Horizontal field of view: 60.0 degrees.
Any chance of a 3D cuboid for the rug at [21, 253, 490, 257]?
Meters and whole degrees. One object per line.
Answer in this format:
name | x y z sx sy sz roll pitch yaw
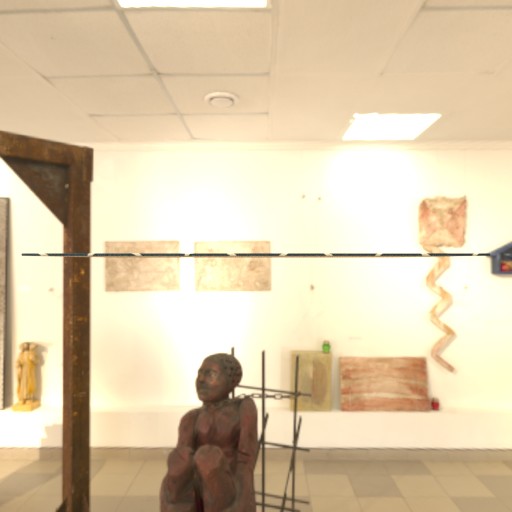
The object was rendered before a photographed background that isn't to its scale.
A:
rug | 0.000 0.000 2.222 1.753 0.010 1.143 0 -1 1
